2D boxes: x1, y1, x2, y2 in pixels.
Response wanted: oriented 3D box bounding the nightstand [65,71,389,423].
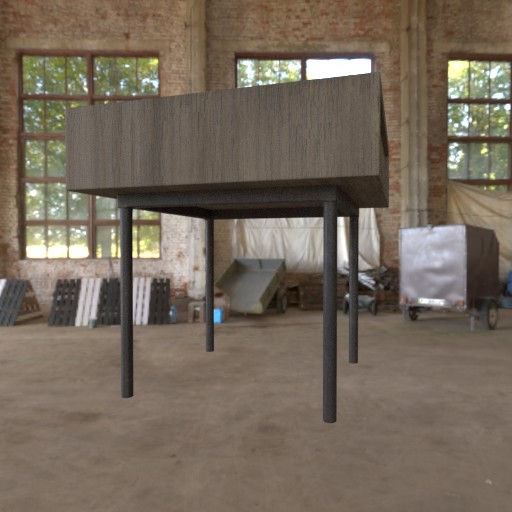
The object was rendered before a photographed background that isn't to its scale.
[{"bbox_3d":[0.000,0.000,0.897,0.503,0.497,0.502,0,1,18],"label":"nightstand"}]
